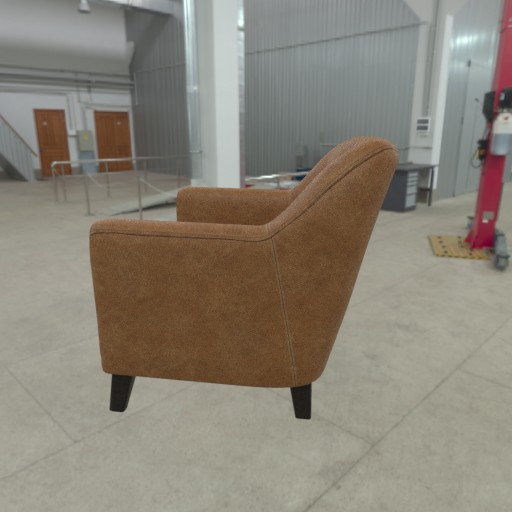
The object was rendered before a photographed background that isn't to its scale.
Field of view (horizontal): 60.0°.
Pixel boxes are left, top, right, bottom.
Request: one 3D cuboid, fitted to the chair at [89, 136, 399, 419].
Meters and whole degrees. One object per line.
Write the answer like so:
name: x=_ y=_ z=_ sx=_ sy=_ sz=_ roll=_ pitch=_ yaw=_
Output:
chair: x=0.000 y=0.000 z=1.879 sx=1.034 sy=0.980 sz=1.037 roll=3 pitch=16 yaw=9
